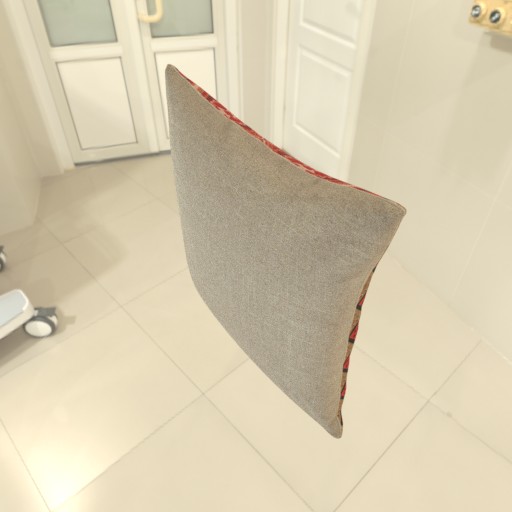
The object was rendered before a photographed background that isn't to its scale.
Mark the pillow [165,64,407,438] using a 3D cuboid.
[{"bbox_3d":[0.000,0.000,0.776,0.158,0.511,0.513,-26,48,-26],"label":"pillow"}]
